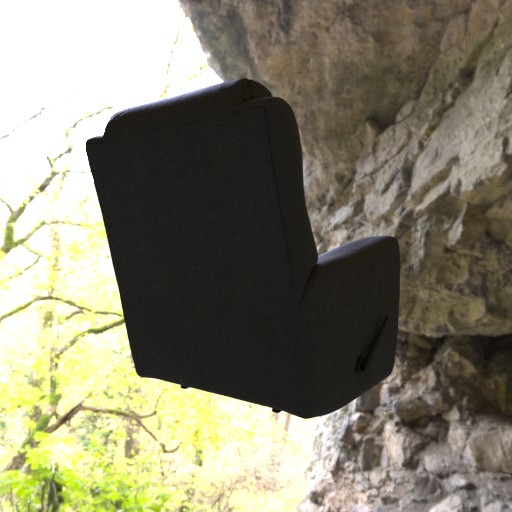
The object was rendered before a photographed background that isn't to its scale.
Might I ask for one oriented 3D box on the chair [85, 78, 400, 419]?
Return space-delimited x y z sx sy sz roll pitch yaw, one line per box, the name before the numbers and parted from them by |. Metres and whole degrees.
chair | 0.000 0.000 1.869 0.967 1.116 1.068 1 2 35
